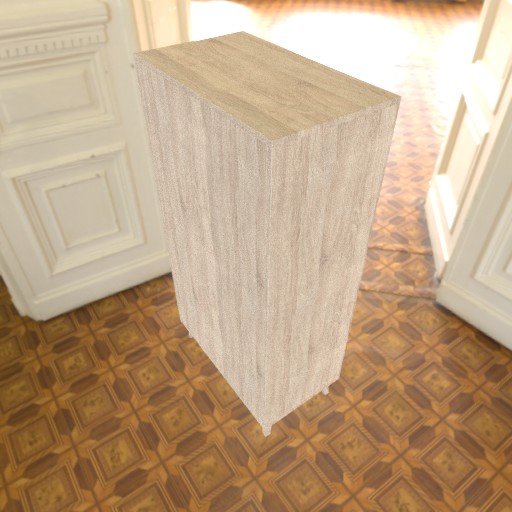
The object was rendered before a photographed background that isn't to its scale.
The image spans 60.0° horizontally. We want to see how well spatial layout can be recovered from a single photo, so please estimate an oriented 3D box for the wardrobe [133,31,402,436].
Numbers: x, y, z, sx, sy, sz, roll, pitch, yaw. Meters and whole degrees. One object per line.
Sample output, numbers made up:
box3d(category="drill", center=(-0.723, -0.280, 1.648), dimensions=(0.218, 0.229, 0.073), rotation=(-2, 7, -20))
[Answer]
box3d(category="wardrobe", center=(0.000, 0.000, 2.413), dimensions=(0.600, 1.960, 1.000), rotation=(-26, 48, -26))
